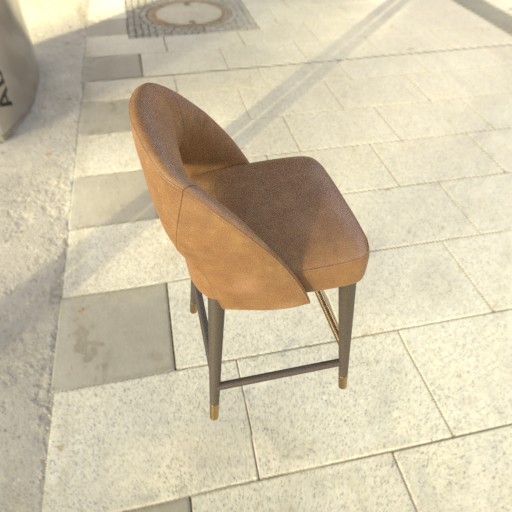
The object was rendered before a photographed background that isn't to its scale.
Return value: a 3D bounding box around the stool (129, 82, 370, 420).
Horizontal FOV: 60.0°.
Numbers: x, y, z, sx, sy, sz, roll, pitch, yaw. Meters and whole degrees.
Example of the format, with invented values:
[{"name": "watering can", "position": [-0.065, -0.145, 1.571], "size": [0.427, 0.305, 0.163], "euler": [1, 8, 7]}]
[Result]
[{"name": "stool", "position": [0.000, 0.000, 1.233], "size": [0.509, 0.940, 0.494], "euler": [-10, 47, -10]}]
